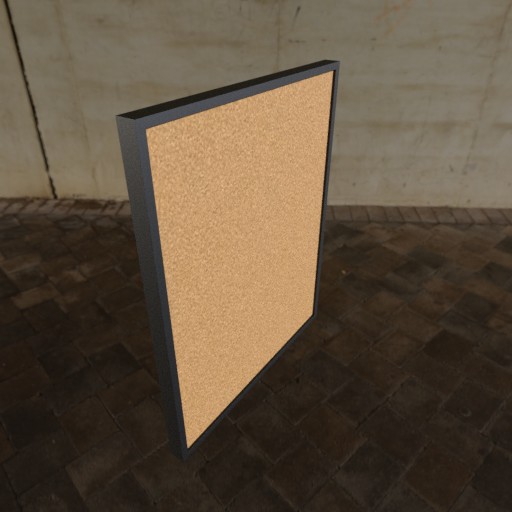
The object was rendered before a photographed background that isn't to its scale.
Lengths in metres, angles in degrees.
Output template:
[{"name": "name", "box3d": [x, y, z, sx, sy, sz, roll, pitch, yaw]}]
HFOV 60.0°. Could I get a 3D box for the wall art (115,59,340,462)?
[{"name": "wall art", "box3d": [0.000, 0.000, 0.750, 0.029, 0.559, 0.457, 20, 37, 29]}]
